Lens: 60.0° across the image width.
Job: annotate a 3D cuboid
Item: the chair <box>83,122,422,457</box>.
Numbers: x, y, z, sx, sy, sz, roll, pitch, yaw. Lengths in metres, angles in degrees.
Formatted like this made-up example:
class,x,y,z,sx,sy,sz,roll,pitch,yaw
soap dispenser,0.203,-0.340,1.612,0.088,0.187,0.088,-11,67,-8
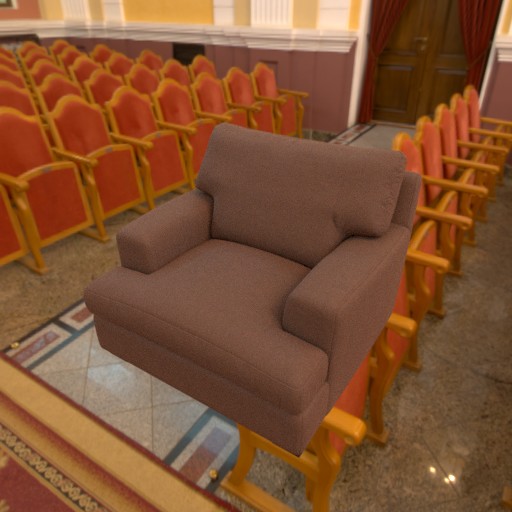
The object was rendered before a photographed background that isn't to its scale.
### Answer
class,x,y,z,sx,sy,sz,roll,pitch,yaw
chair,0.000,0.000,2.042,1.168,0.940,1.143,18,35,28
